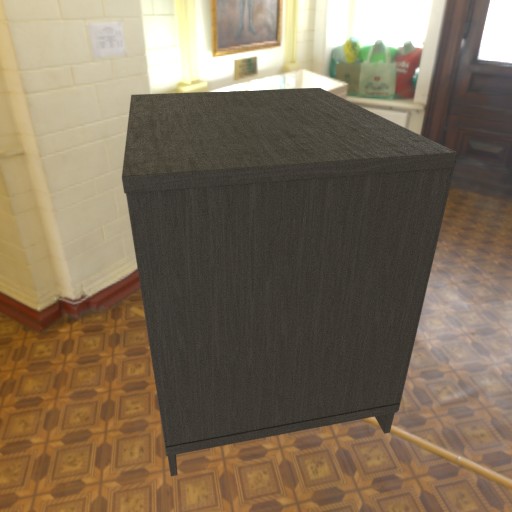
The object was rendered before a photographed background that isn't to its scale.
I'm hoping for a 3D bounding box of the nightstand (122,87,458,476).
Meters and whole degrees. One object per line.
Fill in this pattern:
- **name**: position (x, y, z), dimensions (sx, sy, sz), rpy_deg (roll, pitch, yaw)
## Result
- **nightstand**: position (0.000, 0.000, 0.729), dimensions (0.347, 0.448, 0.427), rpy_deg (-6, 30, -11)
